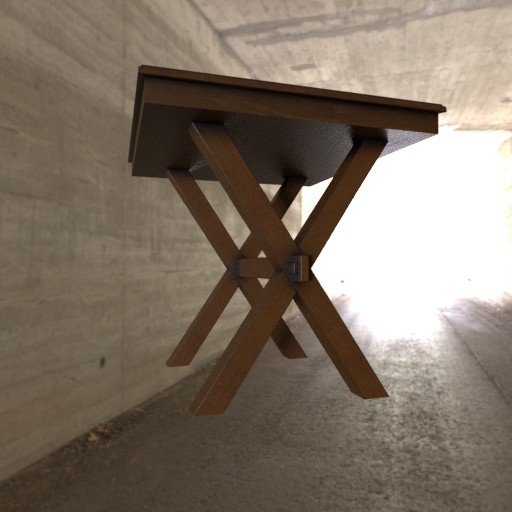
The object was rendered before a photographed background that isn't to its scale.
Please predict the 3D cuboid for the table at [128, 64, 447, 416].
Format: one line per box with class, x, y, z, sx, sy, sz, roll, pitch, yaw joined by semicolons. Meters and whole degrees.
table;0.000;0.000;1.028;0.560;0.562;0.602;0;-1;-18
